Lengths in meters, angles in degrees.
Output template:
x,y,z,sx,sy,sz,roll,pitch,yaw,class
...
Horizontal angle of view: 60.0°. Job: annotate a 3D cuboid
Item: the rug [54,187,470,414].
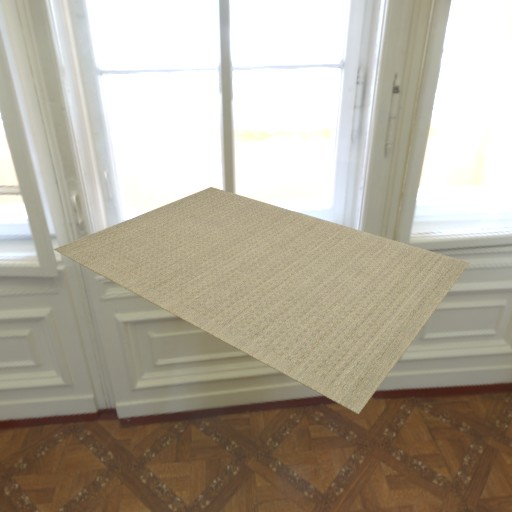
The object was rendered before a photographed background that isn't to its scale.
x,y,z,sx,sy,sz,roll,pitch,yaw,class
0.000,0.000,3.733,2.895,0.006,1.981,21,35,33,rug
